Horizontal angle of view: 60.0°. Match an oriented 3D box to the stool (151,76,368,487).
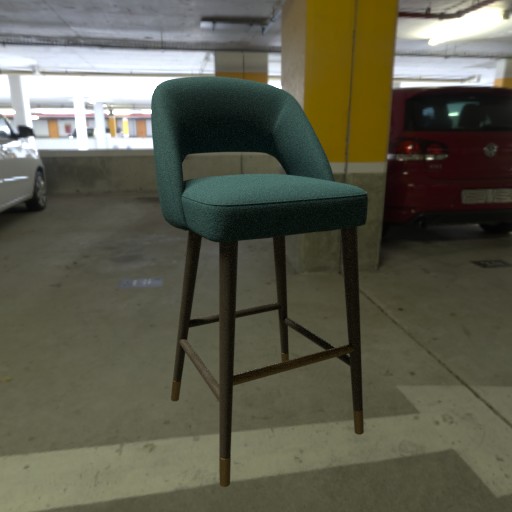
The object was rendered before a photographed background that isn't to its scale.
[{"bbox_3d":[0.000,0.000,1.305,0.536,1.032,0.522,-8,17,-27],"label":"stool"}]
